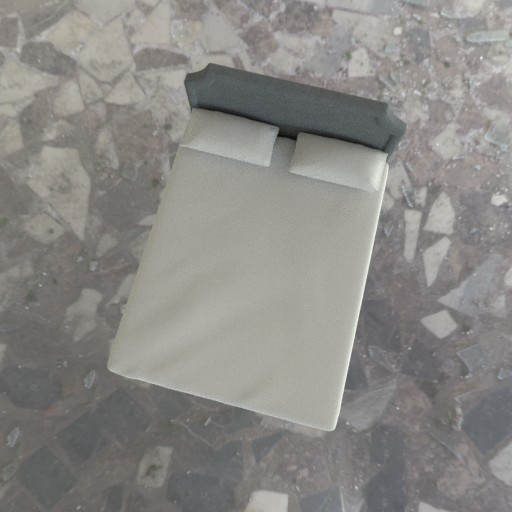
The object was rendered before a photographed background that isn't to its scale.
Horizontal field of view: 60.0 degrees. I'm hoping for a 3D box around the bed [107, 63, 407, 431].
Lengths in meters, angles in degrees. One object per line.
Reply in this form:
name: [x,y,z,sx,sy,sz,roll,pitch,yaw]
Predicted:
bed: [0.000,0.000,3.678,1.977,1.306,2.464,14,76,4]
